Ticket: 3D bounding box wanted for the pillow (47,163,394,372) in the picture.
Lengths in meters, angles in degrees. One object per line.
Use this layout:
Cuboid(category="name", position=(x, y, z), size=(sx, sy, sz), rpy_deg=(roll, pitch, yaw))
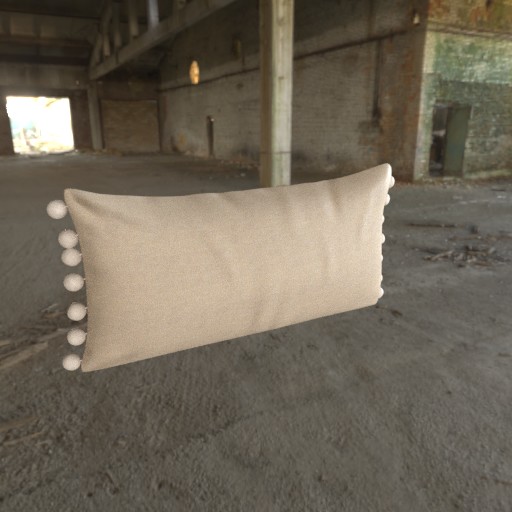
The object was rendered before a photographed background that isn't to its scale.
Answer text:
Cuboid(category="pillow", position=(0.000, 0.000, 0.841), size=(0.709, 0.322, 0.201), rpy_deg=(-9, 18, -28))
